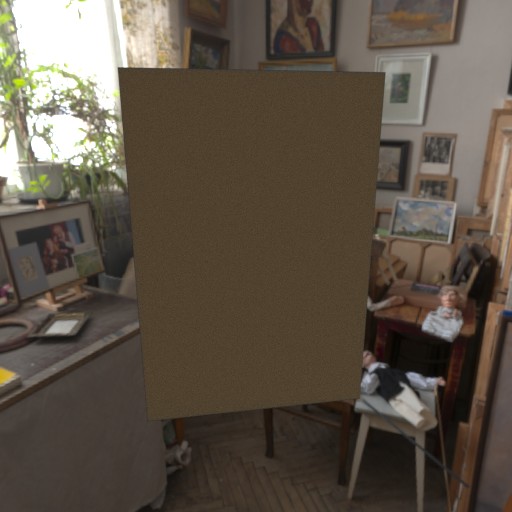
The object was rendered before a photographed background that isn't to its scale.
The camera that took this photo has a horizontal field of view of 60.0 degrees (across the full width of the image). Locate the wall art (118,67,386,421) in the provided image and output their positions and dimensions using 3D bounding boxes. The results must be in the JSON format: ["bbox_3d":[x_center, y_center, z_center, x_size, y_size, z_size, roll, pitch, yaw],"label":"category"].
[{"bbox_3d":[0.000,0.000,0.592,0.313,0.457,0.031,-3,17,-9],"label":"wall art"}]
